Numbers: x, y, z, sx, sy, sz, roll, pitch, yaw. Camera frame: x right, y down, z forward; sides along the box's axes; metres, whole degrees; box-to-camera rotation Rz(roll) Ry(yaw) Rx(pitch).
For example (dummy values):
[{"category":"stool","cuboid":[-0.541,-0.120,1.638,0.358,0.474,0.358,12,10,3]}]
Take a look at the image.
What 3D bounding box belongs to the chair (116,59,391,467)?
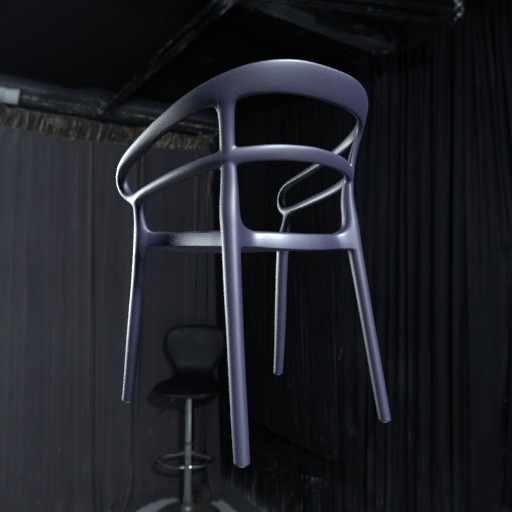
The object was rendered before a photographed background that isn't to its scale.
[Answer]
[{"category":"chair","cuboid":[0.000,0.000,1.109,0.559,0.761,0.527,0,-1,-34]}]
